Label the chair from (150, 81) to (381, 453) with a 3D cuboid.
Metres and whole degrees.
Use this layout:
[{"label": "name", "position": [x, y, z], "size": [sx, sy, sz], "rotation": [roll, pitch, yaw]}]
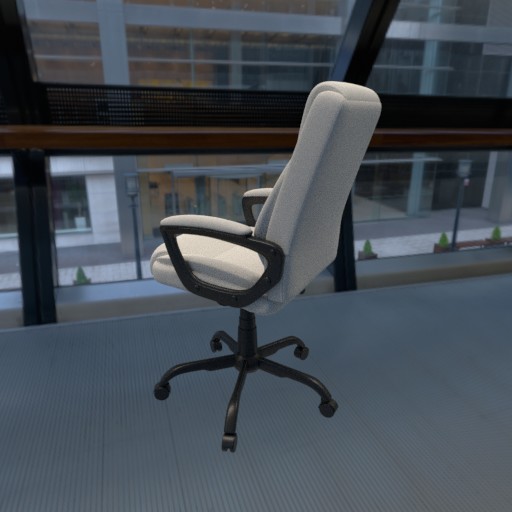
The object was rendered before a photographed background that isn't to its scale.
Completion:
[{"label": "chair", "position": [0.000, 0.000, 1.480], "size": [0.669, 1.065, 0.663], "rotation": [9, 20, 26]}]
